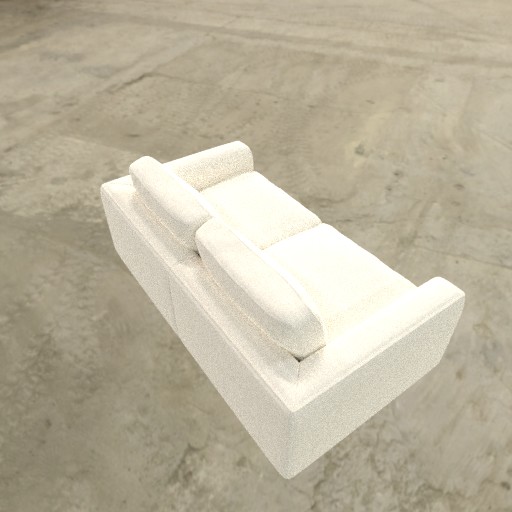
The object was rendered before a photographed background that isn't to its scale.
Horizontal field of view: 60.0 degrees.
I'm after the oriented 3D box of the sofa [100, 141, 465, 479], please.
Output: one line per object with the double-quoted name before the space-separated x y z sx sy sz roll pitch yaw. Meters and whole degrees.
"sofa" 0.000 0.000 2.476 1.069 0.801 1.920 -25 47 -26
